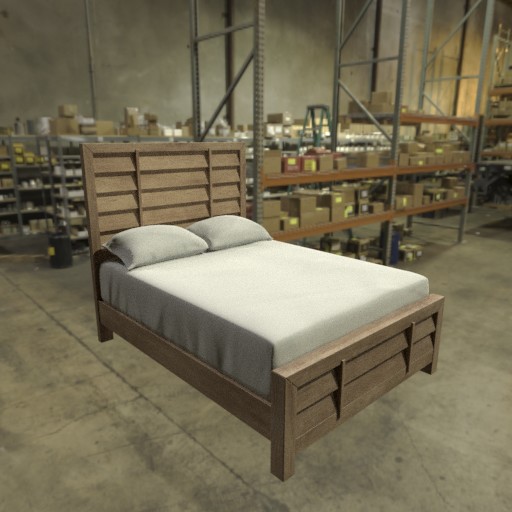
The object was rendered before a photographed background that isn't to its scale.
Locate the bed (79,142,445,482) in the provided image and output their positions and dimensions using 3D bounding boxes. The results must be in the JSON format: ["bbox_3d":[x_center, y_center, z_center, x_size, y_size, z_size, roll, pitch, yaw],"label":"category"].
[{"bbox_3d":[0.000,0.000,3.308,1.626,1.626,2.197,-13,20,-41],"label":"bed"}]
